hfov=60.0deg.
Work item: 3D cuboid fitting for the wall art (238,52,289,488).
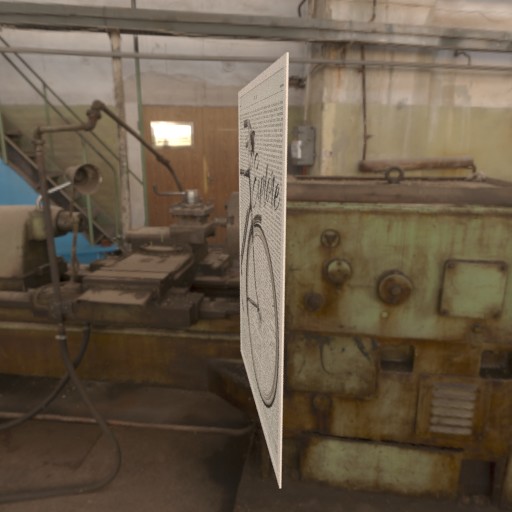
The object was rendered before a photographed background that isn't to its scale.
[{"bbox_3d":[0.000,0.000,0.813,0.003,0.610,0.457,-2,15,-9],"label":"wall art"}]
